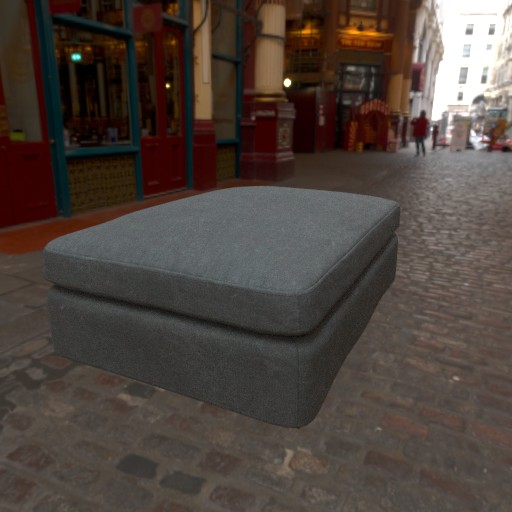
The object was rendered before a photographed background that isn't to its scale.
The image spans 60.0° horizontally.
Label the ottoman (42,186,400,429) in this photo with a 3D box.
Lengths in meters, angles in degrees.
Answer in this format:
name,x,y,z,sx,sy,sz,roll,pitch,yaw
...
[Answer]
name,x,y,z,sx,sy,sz,roll,pitch,yaw
ottoman,0.000,0.000,1.614,0.840,0.429,1.199,8,19,25
